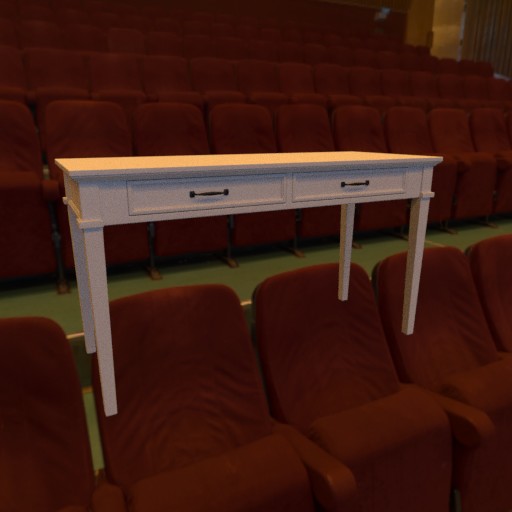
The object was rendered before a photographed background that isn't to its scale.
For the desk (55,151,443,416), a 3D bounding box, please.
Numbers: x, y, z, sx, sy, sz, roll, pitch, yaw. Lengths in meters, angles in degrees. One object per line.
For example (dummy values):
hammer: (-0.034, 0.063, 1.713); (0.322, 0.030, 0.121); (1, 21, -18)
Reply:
desk: (0.000, 0.000, 1.790); (1.372, 0.774, 0.559); (-8, 18, -26)
